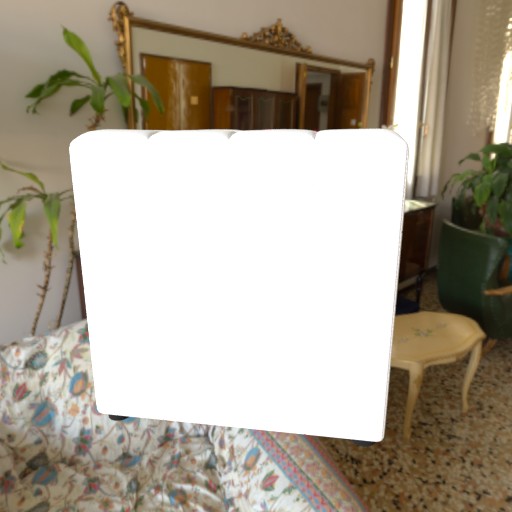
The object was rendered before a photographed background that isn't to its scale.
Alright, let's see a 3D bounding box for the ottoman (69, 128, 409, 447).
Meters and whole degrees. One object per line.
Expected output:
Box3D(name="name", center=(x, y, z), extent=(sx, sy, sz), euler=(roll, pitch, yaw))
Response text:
Box3D(name="ottoman", center=(0.000, 0.000, 0.789), extent=(0.425, 0.432, 0.425), euler=(2, 15, 9))
